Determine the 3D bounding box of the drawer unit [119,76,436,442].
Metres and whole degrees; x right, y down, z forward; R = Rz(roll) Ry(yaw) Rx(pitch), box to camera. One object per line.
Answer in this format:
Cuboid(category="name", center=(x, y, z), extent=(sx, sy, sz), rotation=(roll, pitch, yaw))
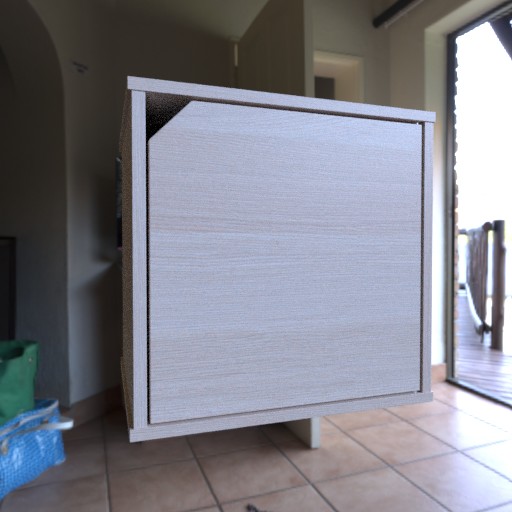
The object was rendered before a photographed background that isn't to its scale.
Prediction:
Cuboid(category="drawer unit", center=(0.000, 0.000, 0.608), extent=(0.349, 0.344, 0.290), rotation=(0, 1, -19))
